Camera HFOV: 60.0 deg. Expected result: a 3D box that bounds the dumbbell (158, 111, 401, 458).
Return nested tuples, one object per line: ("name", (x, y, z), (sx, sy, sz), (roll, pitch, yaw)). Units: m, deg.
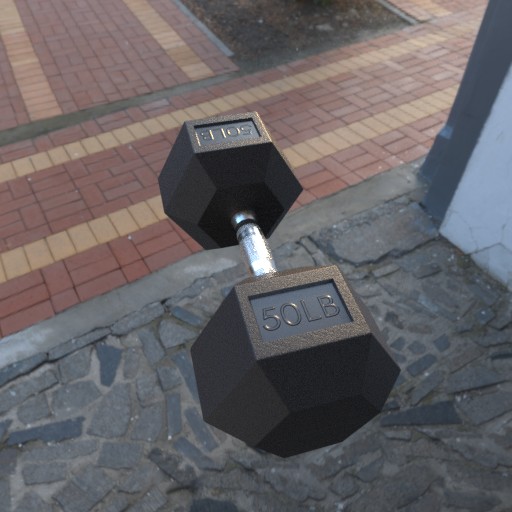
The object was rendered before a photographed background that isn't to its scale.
("dumbbell", (0.000, 0.000, 0.473), (0.173, 0.150, 0.384), (-11, 48, -10))
